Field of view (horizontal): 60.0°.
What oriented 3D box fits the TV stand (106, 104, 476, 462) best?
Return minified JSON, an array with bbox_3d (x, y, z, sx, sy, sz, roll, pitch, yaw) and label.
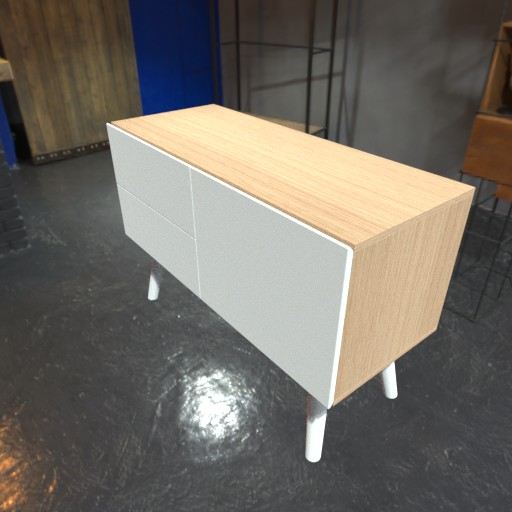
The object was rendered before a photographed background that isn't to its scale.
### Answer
[{"bbox_3d":[0.000,0.000,1.338,0.407,0.660,0.991,-23,38,-32],"label":"TV stand"}]
